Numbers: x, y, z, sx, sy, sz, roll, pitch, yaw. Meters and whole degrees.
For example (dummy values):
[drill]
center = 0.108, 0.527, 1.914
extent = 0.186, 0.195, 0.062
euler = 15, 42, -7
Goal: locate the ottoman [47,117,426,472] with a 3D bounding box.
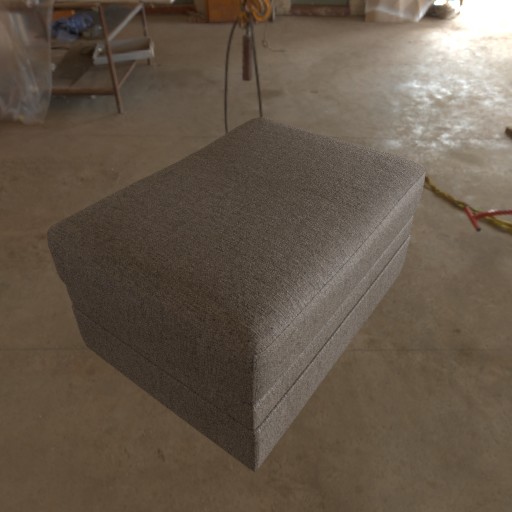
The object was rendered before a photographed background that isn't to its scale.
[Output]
[ottoman]
center = 0.000, 0.000, 1.267
extent = 0.637, 0.478, 0.885
euler = 25, 46, 27
